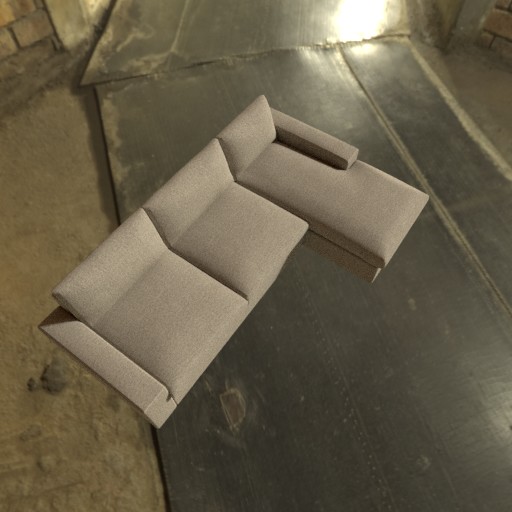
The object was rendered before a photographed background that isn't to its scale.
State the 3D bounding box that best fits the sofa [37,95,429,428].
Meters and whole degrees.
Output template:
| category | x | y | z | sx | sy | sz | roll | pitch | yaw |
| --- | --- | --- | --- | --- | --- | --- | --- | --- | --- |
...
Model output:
| category | x | y | z | sx | sy | sz | roll | pitch | yaw |
| --- | --- | --- | --- | --- | --- | --- | --- | --- | --- |
| sofa | 0.000 | 0.000 | 3.381 | 1.689 | 0.813 | 2.718 | 31 | 63 | 18 |
